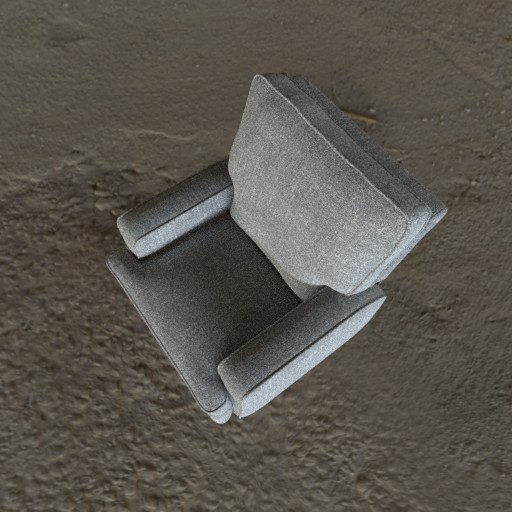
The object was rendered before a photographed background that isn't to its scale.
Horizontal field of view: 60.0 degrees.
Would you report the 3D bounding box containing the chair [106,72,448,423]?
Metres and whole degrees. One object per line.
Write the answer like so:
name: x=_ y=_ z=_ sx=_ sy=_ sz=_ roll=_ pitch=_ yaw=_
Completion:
chair: x=0.000 y=0.000 z=1.709 sx=0.964 sy=0.962 sz=0.861 roll=-34 pitch=69 yaw=-15
